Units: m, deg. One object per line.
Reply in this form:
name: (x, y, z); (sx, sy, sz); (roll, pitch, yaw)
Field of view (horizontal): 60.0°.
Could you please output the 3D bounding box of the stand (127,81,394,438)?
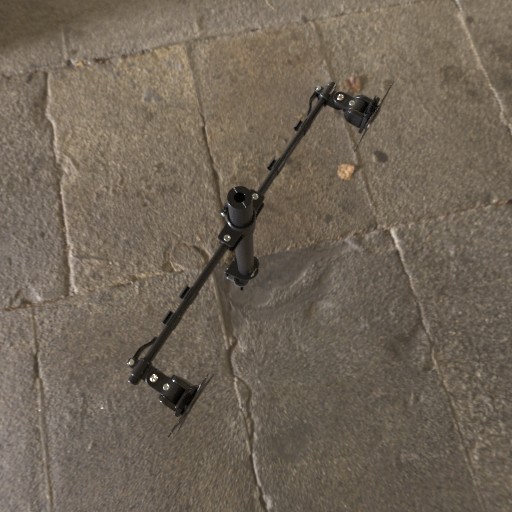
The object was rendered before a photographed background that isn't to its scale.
stand: (0.000, 0.000, 1.006); (0.150, 0.603, 0.743); (31, 77, 8)
